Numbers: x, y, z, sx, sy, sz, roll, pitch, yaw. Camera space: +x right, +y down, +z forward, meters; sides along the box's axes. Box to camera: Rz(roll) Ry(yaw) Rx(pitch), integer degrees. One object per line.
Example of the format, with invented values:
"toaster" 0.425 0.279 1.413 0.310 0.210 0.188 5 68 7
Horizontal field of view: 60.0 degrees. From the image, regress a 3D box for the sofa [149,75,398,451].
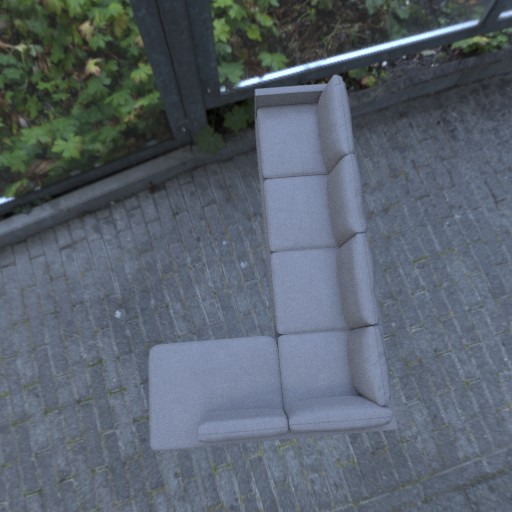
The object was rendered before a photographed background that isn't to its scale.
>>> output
"sofa" 0.000 0.000 4.257 2.077 0.964 3.331 -4 75 -1
